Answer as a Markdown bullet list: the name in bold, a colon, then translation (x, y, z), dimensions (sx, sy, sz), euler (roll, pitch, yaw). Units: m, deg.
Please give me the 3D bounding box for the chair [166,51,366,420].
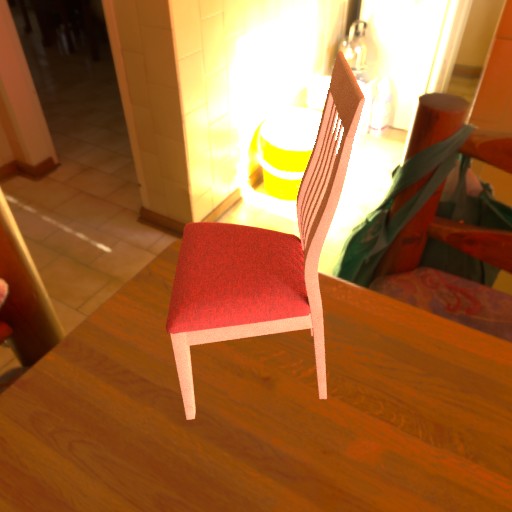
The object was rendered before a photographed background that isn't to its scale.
- **chair**: translation (0.000, 0.000, 1.270), dimensions (0.474, 1.027, 0.460), euler (0, 41, 0)
